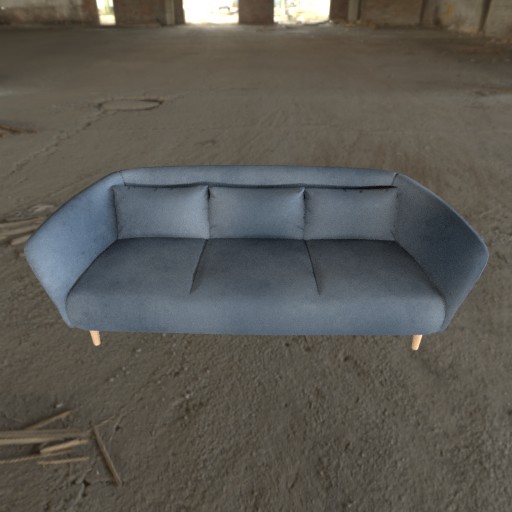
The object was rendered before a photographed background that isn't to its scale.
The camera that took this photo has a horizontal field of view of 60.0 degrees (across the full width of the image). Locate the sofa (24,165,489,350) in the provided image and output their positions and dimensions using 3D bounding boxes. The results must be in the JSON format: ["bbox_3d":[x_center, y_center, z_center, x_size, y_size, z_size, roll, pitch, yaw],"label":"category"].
[{"bbox_3d":[0.000,0.000,2.462,2.095,0.795,0.849,1,30,1],"label":"sofa"}]
